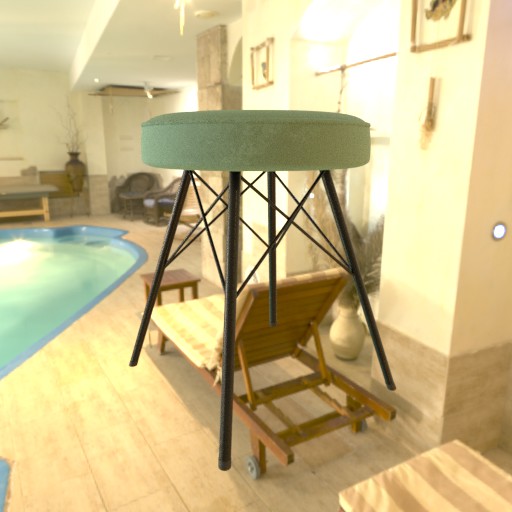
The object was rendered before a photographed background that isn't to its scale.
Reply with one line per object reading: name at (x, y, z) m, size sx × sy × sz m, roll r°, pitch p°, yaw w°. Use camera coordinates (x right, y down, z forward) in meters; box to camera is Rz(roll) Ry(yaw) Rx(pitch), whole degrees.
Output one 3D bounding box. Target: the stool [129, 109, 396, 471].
stool at (0.000, 0.000, 0.862) m, size 0.457 × 0.519 × 0.458 m, roll -7°, pitch 16°, yaw -26°
